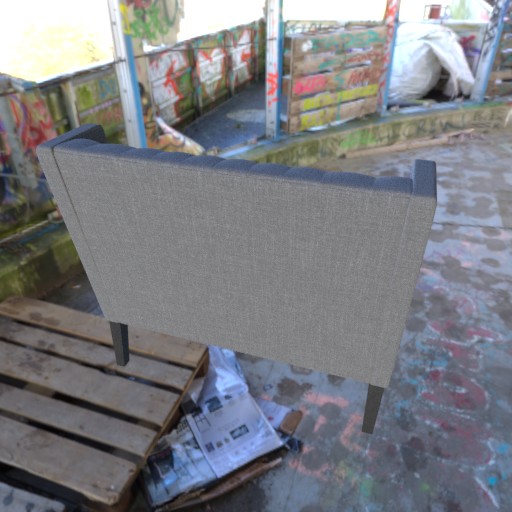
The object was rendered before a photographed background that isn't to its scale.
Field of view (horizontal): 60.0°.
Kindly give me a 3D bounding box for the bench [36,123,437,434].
[{"bbox_3d":[0.000,0.000,1.923,1.276,1.121,0.842,10,34,15],"label":"bench"}]
